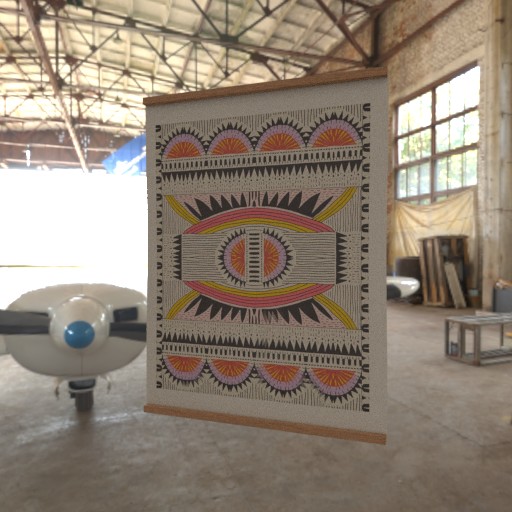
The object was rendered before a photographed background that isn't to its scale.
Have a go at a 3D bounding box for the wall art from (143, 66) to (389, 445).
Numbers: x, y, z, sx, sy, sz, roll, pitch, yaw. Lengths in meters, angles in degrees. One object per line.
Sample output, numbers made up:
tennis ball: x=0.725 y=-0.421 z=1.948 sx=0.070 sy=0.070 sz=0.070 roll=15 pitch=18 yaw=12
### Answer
wall art: x=0.000 y=0.000 z=0.799 sx=0.456 sy=0.609 sz=0.028 roll=0 pitch=1 yaw=19
